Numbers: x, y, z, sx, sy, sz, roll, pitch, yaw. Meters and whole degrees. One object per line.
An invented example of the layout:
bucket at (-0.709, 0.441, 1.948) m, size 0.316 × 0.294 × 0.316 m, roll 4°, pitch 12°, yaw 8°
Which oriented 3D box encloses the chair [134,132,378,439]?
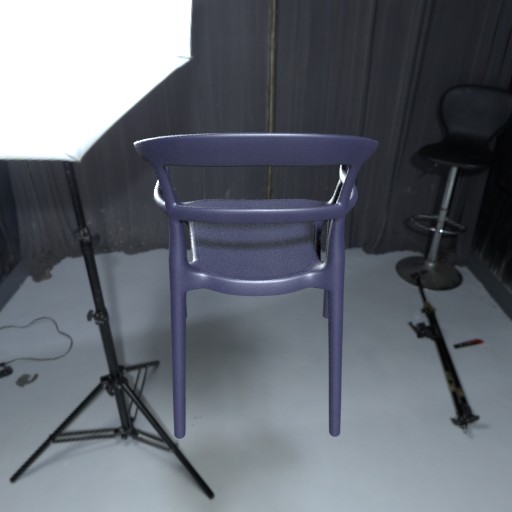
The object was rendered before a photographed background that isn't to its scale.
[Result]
chair at (0.000, 0.000, 1.132) m, size 0.559 × 0.761 × 0.527 m, roll 0°, pitch 30°, yaw -1°
